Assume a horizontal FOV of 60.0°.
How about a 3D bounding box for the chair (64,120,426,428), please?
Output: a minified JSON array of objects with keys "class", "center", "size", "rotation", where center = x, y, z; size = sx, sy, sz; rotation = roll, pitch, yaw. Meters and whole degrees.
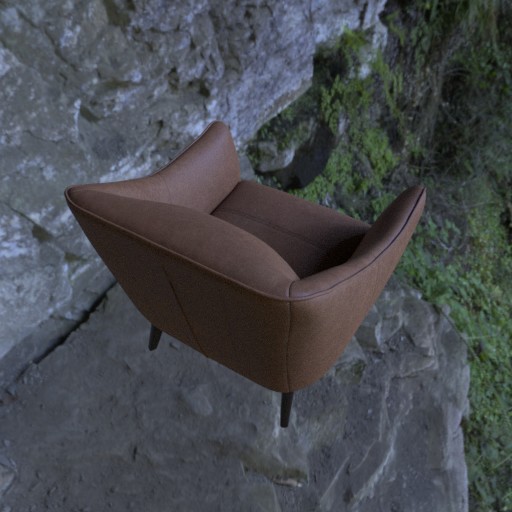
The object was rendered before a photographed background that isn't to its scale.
[{"class":"chair","center":[0.000,0.000,1.518],"size":[0.871,0.830,0.852],"rotation":[24,51,21]}]
